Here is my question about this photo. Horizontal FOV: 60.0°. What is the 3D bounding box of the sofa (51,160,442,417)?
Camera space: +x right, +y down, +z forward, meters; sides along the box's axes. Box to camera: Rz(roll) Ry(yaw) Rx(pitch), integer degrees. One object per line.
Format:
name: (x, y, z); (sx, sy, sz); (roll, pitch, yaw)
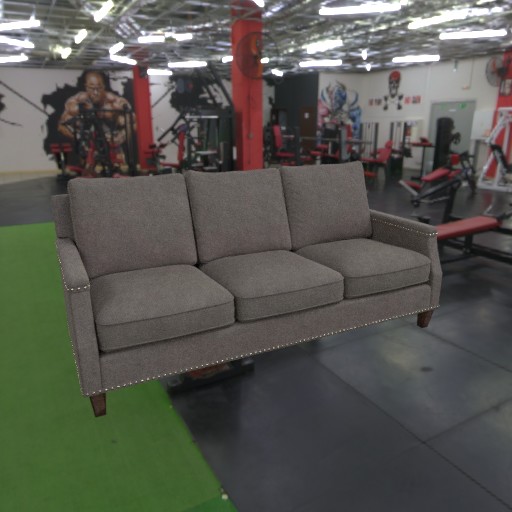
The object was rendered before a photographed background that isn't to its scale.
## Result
sofa: (0.000, 0.000, 2.759); (2.226, 1.042, 1.034); (-8, 19, -25)
